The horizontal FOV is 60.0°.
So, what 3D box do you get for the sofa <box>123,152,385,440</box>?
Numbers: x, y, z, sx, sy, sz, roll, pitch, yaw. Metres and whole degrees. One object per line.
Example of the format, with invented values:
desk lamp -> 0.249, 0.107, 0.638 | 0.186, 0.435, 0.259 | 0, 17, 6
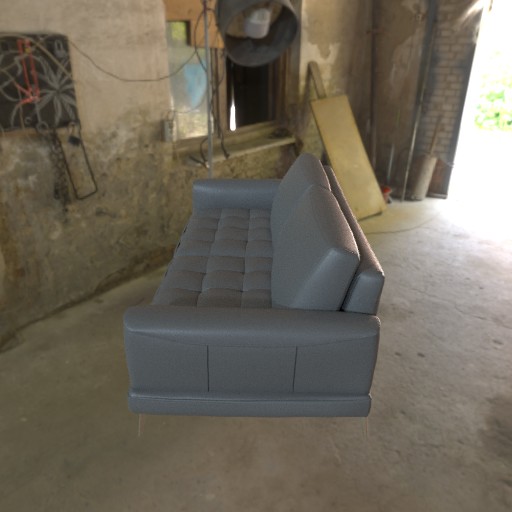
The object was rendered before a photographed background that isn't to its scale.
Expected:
sofa -> 0.000, 0.000, 2.772 | 1.121, 0.930, 2.177 | 1, 26, 1
